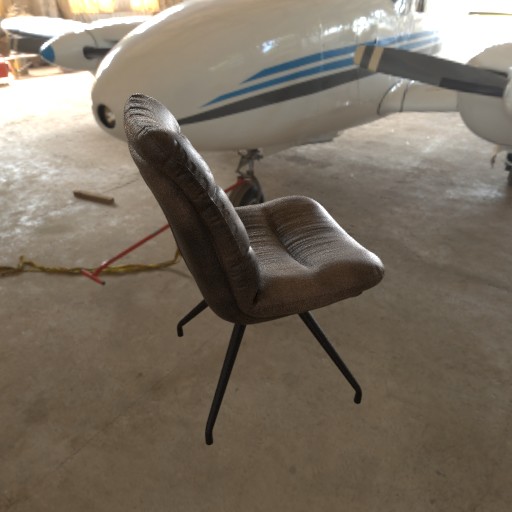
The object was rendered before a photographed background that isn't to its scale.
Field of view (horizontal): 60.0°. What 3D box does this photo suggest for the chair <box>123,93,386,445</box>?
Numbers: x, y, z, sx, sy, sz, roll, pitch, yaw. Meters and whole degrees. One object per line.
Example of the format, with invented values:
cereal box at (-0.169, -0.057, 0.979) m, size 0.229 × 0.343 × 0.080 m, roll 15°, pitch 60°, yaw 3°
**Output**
chair at (0.000, 0.000, 1.280) m, size 0.622 × 0.870 × 0.549 m, roll -9°, pitch 32°, yaw -15°
